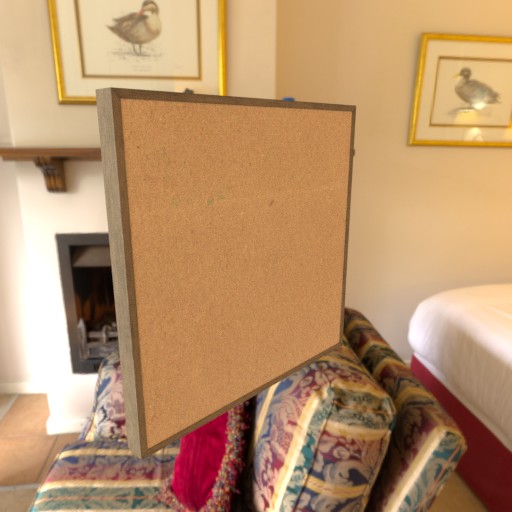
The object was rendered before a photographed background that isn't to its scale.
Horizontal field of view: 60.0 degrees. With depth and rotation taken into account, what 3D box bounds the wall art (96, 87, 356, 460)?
[{"bbox_3d":[0.000,0.000,0.761,0.038,0.508,0.508,15,22,43],"label":"wall art"}]
